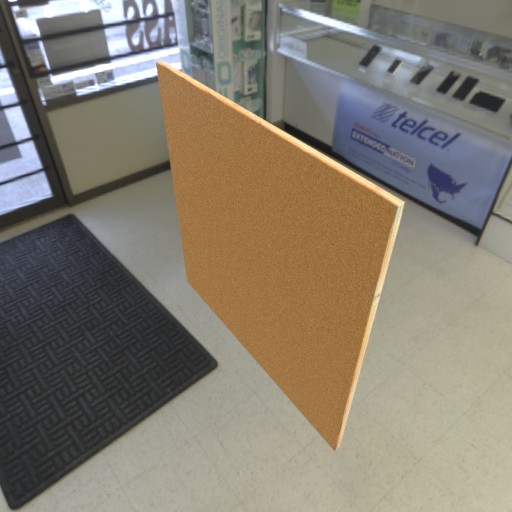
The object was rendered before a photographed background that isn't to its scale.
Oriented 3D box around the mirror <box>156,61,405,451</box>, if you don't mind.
[{"bbox_3d":[0.000,0.000,1.191,0.061,0.804,0.804,-26,48,-26],"label":"mirror"}]
